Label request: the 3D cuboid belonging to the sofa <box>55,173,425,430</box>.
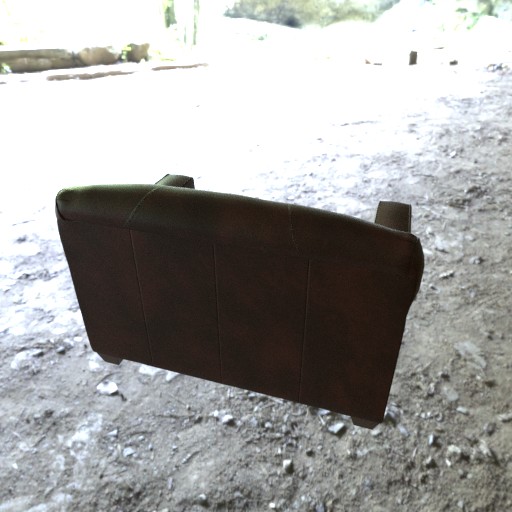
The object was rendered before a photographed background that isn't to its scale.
[{"bbox_3d":[0.000,0.000,2.142,1.413,0.956,1.000,10,33,15],"label":"sofa"}]
